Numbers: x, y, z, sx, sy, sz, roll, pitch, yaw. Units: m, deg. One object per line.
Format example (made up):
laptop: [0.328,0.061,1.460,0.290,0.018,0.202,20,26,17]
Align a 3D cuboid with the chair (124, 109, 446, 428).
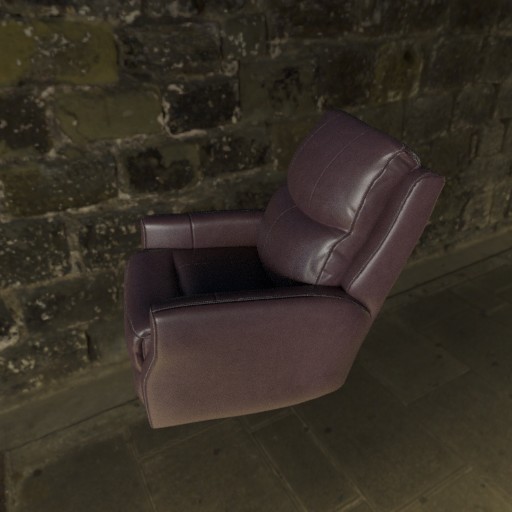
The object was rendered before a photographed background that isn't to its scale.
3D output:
chair: [0.000,0.000,1.792,1.080,1.030,0.829,-8,32,-13]
